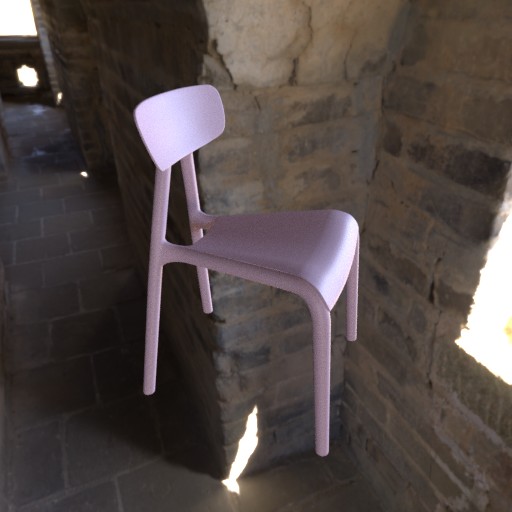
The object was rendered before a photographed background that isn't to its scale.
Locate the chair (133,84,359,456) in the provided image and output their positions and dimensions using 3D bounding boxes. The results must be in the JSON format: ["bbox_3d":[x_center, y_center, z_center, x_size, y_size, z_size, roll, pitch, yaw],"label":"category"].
[{"bbox_3d":[0.000,0.000,0.863,0.401,0.580,0.356,10,32,17],"label":"chair"}]
